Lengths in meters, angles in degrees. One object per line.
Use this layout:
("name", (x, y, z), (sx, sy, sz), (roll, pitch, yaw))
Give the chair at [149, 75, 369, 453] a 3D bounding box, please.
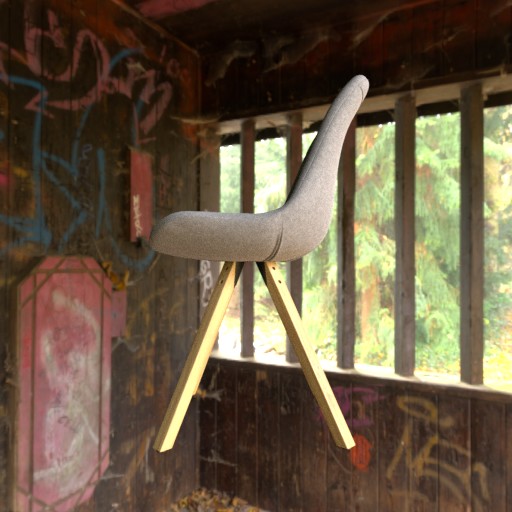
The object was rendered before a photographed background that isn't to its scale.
("chair", (0.000, 0.000, 1.187), (0.550, 0.865, 0.483), (0, -1, 0))
